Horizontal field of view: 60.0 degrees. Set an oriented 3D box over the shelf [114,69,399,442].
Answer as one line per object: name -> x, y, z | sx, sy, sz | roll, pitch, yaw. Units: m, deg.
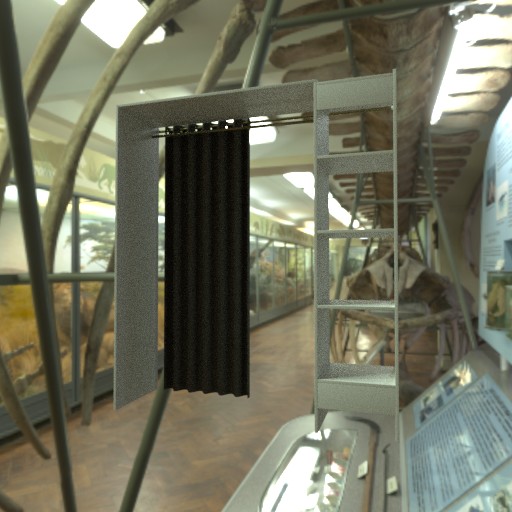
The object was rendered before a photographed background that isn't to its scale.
shelf -> 0.000, 0.000, 2.623 | 1.600, 1.810, 0.500 | 0, -1, 18
